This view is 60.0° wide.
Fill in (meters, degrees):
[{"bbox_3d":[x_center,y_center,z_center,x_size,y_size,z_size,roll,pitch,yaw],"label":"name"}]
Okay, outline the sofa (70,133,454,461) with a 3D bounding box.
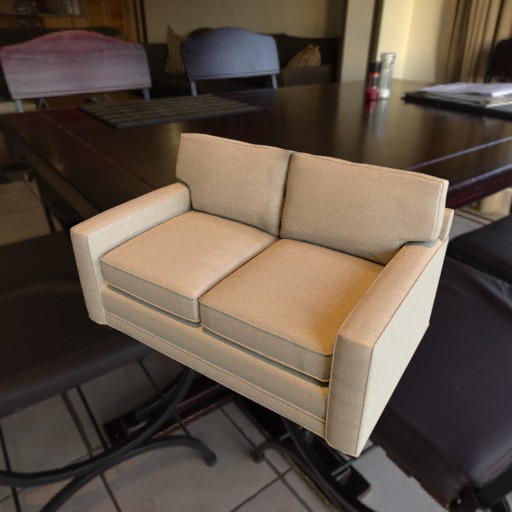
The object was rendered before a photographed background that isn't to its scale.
[{"bbox_3d":[0.000,0.000,2.079,1.484,0.853,0.942,18,34,29],"label":"sofa"}]
